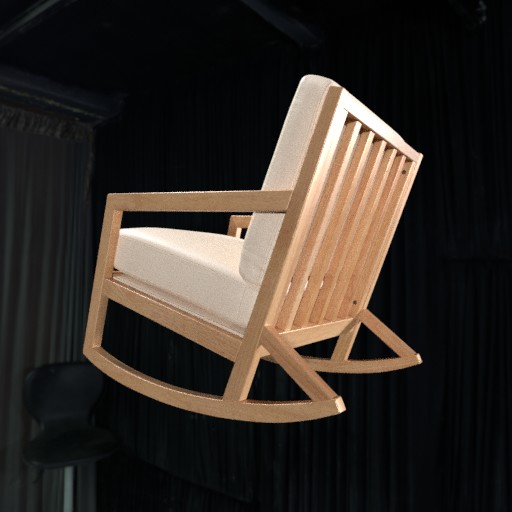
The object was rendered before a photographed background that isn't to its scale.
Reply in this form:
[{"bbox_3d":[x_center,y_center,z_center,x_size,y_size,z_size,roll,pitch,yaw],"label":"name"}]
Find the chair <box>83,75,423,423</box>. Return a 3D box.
[{"bbox_3d":[0.000,0.000,1.378,0.857,0.790,0.622,-2,-3,35],"label":"chair"}]
